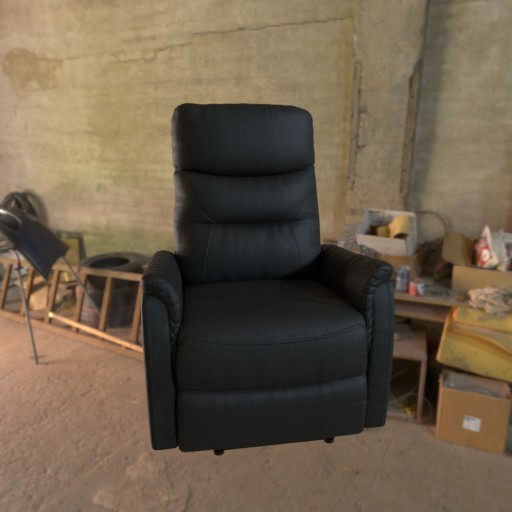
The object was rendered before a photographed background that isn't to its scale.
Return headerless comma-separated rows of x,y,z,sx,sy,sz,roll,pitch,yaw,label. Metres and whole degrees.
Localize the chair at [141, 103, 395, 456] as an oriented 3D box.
0.000,0.000,1.613,0.775,1.082,0.831,-2,16,-9,chair
